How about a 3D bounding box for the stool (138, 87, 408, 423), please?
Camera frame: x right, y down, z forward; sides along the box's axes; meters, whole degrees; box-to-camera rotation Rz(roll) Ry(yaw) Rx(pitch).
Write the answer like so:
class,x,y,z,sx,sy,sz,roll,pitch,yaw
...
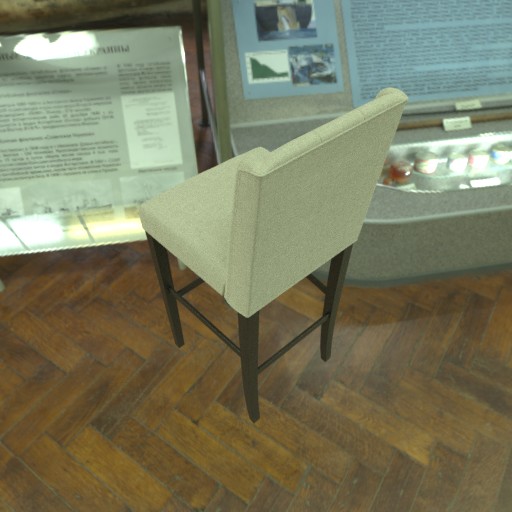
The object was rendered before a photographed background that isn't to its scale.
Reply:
class,x,y,z,sx,sy,sz,roll,pitch,yaw
stool,0.000,0.000,1.371,0.474,1.116,0.509,-32,54,-27
